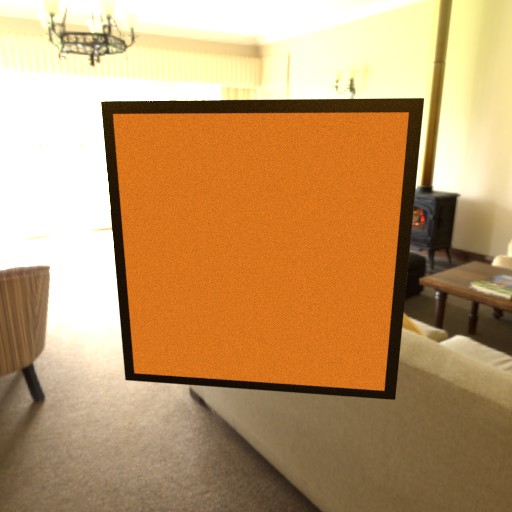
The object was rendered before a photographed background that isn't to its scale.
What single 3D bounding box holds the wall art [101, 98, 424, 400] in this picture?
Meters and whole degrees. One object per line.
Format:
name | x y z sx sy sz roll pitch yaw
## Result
wall art | 0.000 0.000 1.144 0.755 0.761 0.038 2 16 7
